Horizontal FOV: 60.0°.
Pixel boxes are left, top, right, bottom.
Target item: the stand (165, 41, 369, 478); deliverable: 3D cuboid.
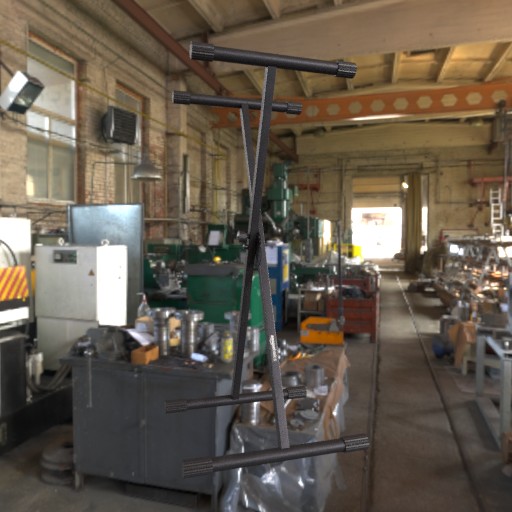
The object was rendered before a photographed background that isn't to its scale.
[{"bbox_3d":[0.000,0.000,1.184,0.449,0.940,0.409,-1,2,-17],"label":"stand"}]
